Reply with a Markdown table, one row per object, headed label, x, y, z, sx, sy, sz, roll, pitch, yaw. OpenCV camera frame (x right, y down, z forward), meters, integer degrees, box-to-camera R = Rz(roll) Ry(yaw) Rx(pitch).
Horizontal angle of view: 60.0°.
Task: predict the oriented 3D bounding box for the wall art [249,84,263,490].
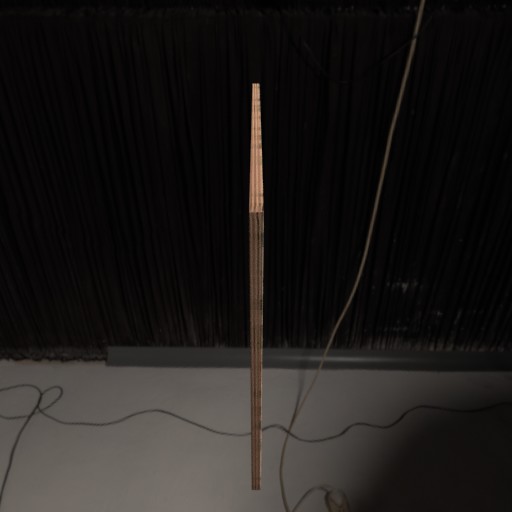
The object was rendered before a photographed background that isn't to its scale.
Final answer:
| label | x | y | z | sx | sy | sz | roll | pitch | yaw |
| --- | --- | --- | --- | --- | --- | --- | --- | --- | --- |
| wall art | 0.000 | 0.000 | 0.688 | 0.012 | 0.408 | 0.508 | 0 | 32 | 0 |
